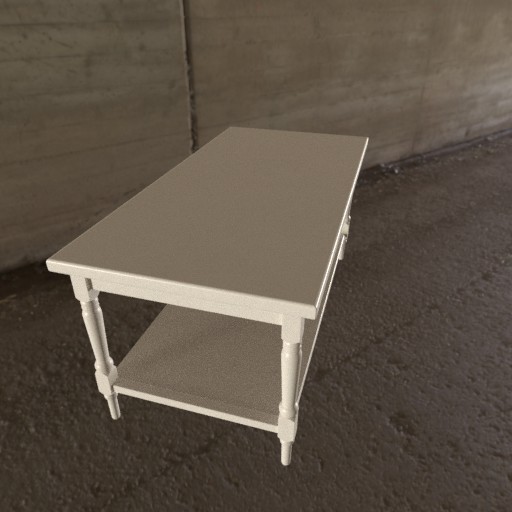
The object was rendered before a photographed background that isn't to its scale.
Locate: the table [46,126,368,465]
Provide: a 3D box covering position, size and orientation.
[{"bbox_3d":[0.000,0.000,1.406,0.550,0.510,1.107,9,31,14],"label":"table"}]
